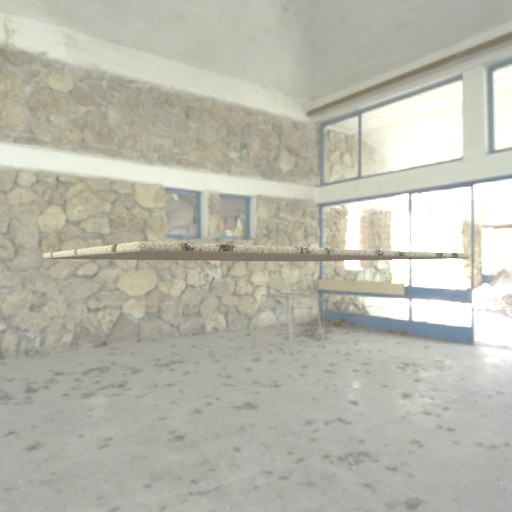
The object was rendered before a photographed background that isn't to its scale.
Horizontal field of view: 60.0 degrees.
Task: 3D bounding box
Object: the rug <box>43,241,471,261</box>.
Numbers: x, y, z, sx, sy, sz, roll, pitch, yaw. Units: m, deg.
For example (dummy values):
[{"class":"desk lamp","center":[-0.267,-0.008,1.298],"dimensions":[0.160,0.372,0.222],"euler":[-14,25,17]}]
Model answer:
[{"class":"rug","center":[0.000,0.000,2.059],"dimensions":[1.600,0.025,1.200],"euler":[1,-2,-36]}]
